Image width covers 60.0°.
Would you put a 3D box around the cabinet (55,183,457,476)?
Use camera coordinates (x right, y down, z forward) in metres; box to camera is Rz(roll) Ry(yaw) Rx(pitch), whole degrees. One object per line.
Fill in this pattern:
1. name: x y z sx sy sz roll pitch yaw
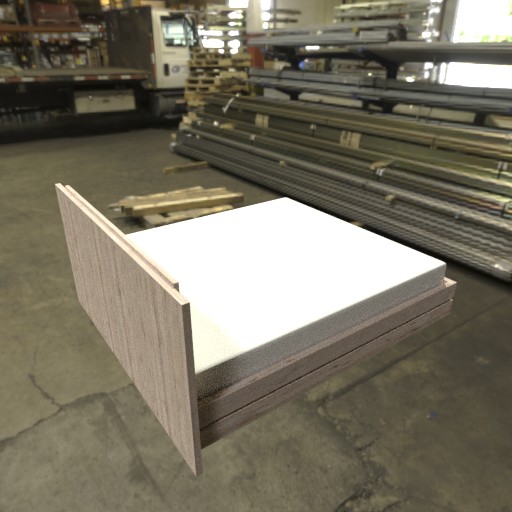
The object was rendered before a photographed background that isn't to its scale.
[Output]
1. cabinet: 0.000 0.000 3.144 2.080 0.970 1.950 -17 31 -31
